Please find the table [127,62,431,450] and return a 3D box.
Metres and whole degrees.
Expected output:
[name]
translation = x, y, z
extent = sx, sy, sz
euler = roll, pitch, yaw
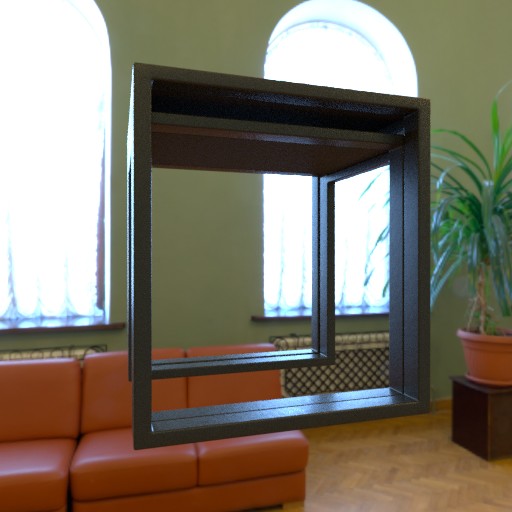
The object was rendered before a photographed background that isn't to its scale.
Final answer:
[table]
translation = 0.000, 0.000, 0.912
extent = 0.500, 0.550, 0.449
euler = 0, 0, -17
